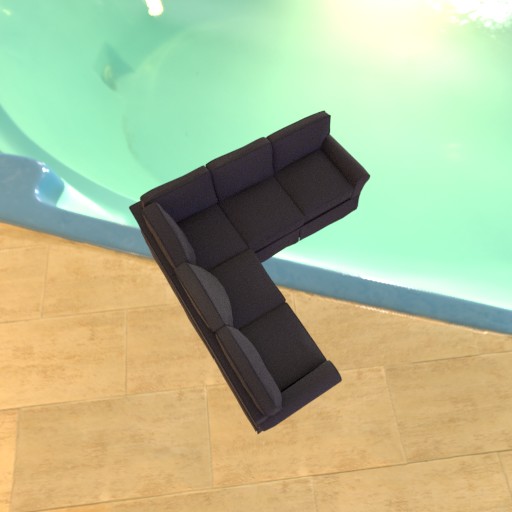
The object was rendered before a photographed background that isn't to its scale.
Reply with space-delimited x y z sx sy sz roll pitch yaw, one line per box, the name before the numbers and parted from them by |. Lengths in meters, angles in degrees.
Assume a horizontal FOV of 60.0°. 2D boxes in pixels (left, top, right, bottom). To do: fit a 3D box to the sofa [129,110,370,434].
sofa | 0.000 0.000 5.100 2.874 1.169 3.773 -1 63 0
